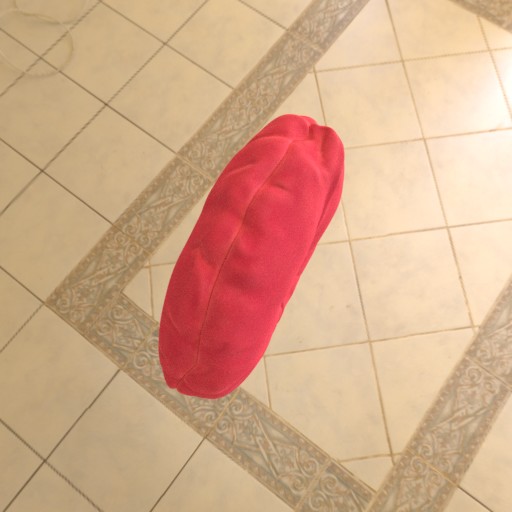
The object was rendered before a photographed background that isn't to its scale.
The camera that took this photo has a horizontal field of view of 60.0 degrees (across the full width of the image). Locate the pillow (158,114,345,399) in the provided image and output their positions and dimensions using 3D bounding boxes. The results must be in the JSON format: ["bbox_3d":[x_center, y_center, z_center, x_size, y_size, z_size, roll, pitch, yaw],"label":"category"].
[{"bbox_3d":[0.000,0.000,0.642,0.148,0.407,0.428,27,77,7],"label":"pillow"}]
